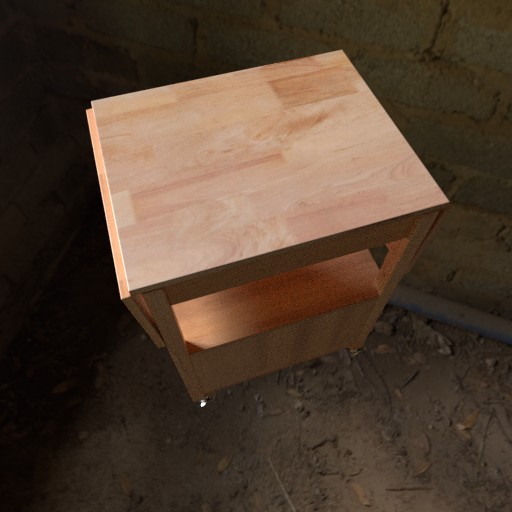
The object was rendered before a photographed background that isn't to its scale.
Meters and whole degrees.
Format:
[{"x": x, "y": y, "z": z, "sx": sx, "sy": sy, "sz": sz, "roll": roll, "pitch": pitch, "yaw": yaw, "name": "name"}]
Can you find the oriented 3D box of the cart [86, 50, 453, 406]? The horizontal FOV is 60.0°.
[{"x": 0.000, "y": 0.000, "z": 1.263, "sx": 0.640, "sy": 0.838, "sz": 0.508, "roll": -16, "pitch": 60, "yaw": -9, "name": "cart"}]
